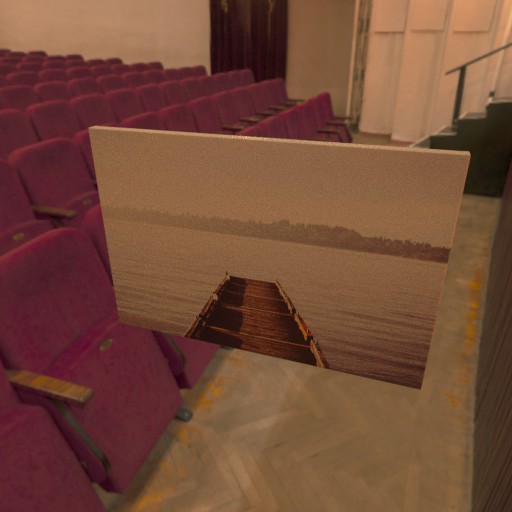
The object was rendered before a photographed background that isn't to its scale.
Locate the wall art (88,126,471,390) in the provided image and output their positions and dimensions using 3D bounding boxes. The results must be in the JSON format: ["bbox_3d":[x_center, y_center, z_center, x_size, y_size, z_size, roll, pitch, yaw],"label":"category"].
[{"bbox_3d":[0.000,0.000,0.782,0.615,0.410,0.021,9,27,17],"label":"wall art"}]
